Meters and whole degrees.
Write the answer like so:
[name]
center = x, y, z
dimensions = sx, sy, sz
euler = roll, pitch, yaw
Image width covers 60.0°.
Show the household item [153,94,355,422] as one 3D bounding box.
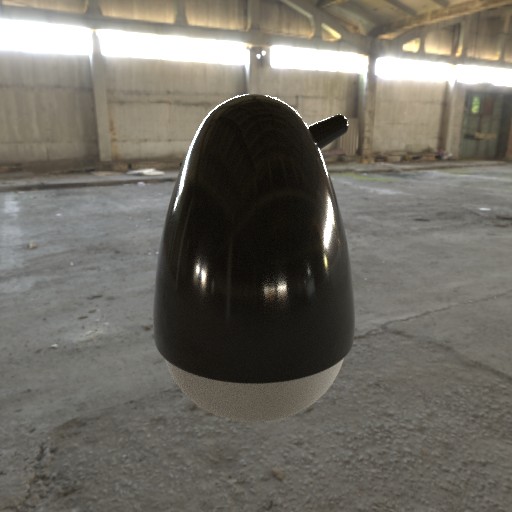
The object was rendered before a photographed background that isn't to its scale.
[household item]
center = 0.000, 0.000, 0.221
dimensions = 0.104, 0.152, 0.102
euler = -8, 17, -27
